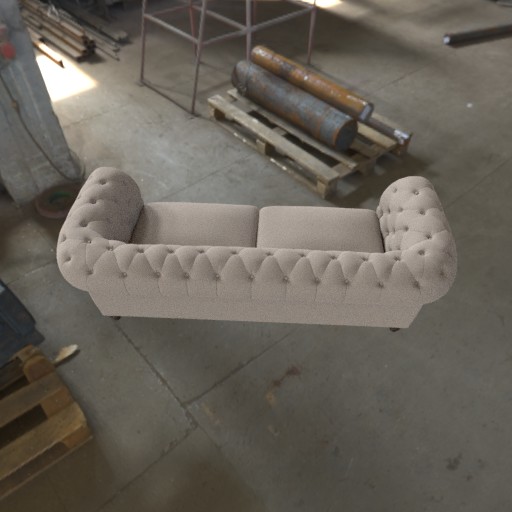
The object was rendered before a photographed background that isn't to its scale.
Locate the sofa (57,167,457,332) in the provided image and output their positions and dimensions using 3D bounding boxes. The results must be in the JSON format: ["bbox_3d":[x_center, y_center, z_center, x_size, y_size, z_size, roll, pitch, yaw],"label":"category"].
[{"bbox_3d":[0.000,0.000,2.947,2.411,0.749,0.991,2,47,2],"label":"sofa"}]
